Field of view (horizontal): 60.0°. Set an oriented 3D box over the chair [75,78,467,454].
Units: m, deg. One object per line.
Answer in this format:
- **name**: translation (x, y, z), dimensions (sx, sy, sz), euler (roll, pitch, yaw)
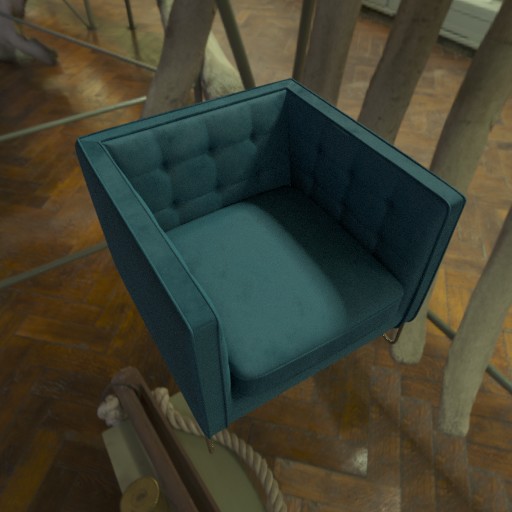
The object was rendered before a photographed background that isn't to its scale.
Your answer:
- **chair**: translation (0.000, 0.000, 1.595), dimensions (0.880, 0.790, 0.894), euler (-24, 51, -21)
